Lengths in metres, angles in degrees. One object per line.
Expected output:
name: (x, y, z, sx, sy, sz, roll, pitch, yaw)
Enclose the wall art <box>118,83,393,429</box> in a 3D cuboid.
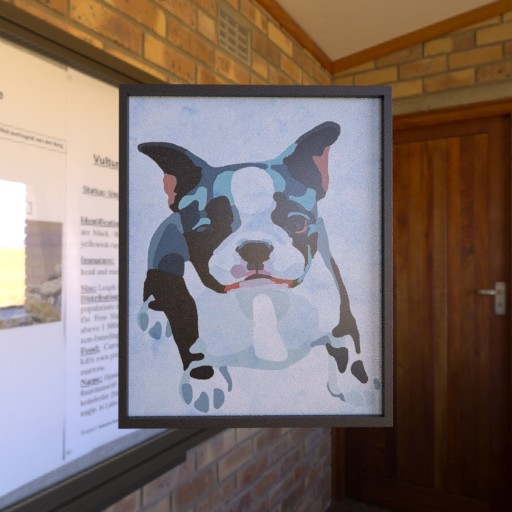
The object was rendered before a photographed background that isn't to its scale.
wall art: (0.000, 0.000, 0.491, 0.294, 0.369, 0.030, 0, 0, -1)
